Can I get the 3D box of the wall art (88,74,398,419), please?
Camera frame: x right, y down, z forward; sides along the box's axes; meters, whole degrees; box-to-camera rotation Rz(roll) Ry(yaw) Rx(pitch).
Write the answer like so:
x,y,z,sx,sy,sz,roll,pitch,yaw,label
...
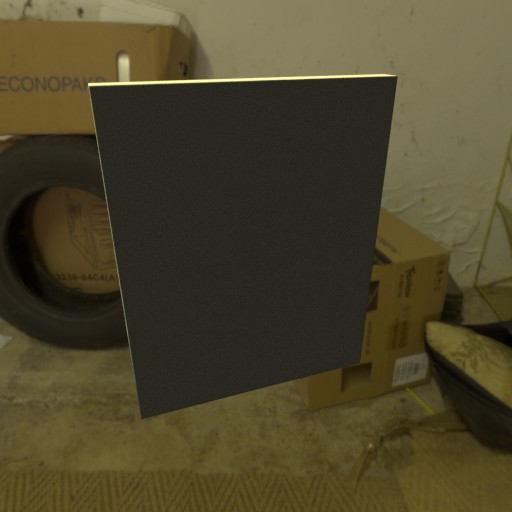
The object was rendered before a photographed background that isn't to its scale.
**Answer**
x,y,z,sx,sy,sz,roll,pitch,yaw,label
0.000,0.000,0.818,0.489,0.608,0.040,-9,28,-18,wall art
